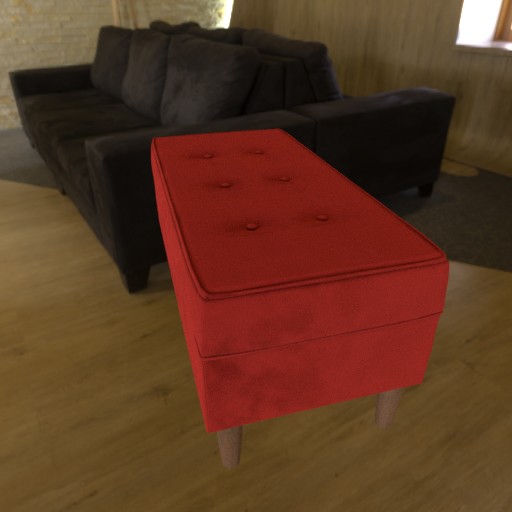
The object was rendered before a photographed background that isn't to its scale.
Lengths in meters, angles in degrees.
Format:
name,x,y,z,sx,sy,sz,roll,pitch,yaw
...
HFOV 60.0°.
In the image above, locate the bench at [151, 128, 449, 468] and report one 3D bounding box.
name,x,y,z,sx,sy,sz,roll,pitch,yaw
bench,0.000,0.000,1.281,0.492,0.471,1.016,-8,31,-14
